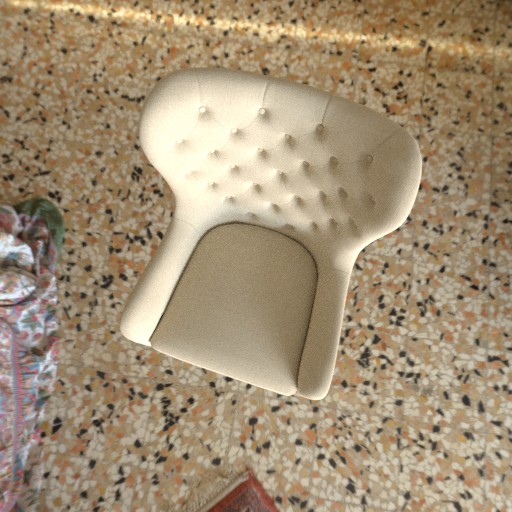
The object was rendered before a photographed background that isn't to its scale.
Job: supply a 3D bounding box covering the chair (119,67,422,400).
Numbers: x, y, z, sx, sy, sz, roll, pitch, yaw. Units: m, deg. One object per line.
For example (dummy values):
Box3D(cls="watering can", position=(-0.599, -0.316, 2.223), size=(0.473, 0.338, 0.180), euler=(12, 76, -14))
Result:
Box3D(cls="chair", position=(0.000, 0.000, 1.720), size=(0.831, 1.079, 0.929), euler=(17, 76, 4))
